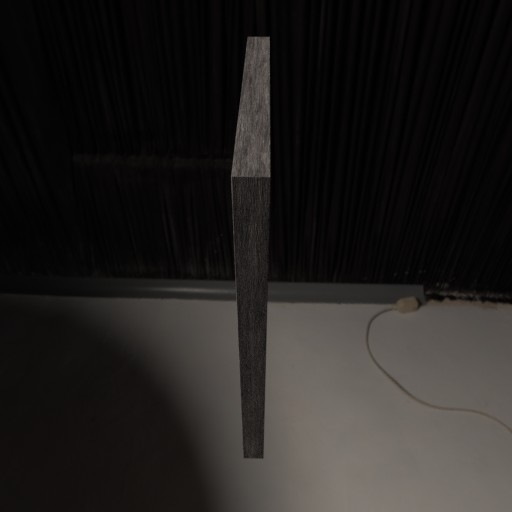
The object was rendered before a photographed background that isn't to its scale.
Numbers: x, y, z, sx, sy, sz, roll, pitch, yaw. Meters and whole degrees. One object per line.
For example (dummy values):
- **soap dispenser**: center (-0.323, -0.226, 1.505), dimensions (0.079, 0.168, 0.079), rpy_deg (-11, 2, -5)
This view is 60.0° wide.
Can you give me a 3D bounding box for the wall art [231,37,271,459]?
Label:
- **wall art**: center (0.000, 0.000, 1.333), dimensions (0.063, 1.016, 0.762), rpy_deg (1, 42, 1)
